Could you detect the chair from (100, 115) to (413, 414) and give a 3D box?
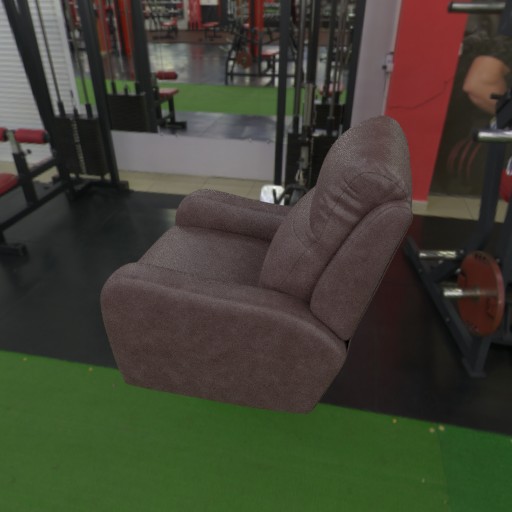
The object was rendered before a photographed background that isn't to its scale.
[{"bbox_3d":[0.000,0.000,1.821,1.067,1.067,0.865,8,32,12],"label":"chair"}]
